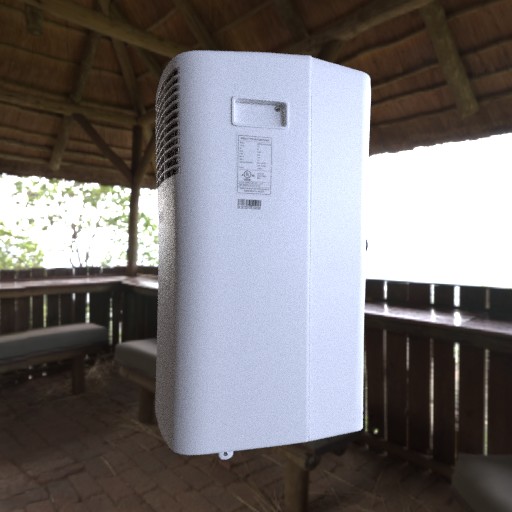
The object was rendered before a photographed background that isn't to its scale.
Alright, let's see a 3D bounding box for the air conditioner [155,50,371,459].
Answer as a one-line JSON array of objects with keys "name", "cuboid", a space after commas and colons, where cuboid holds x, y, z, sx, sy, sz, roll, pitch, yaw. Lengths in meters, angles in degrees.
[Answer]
[{"name": "air conditioner", "cuboid": [0.000, 0.000, 0.799, 0.349, 0.606, 0.304, 0, 1, -18]}]
